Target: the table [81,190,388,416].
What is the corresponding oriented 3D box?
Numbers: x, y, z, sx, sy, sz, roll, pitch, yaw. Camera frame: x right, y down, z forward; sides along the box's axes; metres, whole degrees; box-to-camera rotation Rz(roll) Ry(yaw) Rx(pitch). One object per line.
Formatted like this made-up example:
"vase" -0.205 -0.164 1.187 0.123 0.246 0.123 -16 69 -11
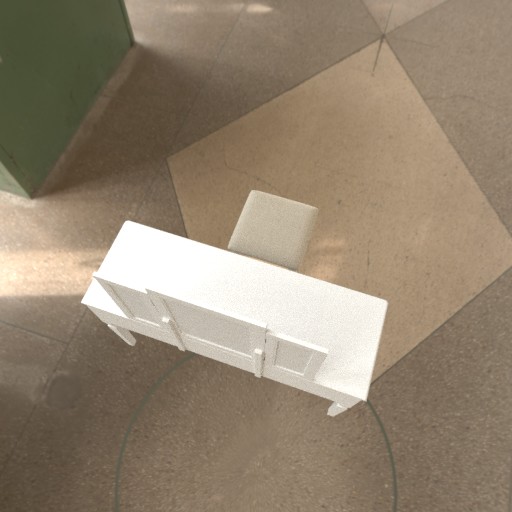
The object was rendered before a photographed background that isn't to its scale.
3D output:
"table" 0.000 0.000 2.299 1.369 1.310 1.115 17 65 8
